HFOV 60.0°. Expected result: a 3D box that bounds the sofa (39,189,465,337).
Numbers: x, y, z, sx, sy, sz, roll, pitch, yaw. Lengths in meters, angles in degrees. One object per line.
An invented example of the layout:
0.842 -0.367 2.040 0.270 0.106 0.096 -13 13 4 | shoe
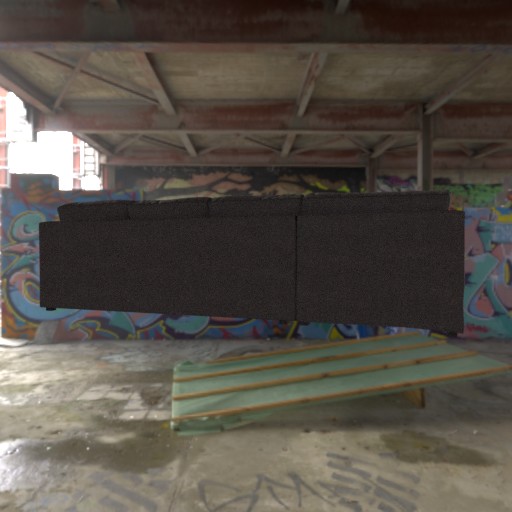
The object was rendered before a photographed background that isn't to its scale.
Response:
0.000 0.000 3.863 3.205 0.922 1.650 0 1 19 | sofa
